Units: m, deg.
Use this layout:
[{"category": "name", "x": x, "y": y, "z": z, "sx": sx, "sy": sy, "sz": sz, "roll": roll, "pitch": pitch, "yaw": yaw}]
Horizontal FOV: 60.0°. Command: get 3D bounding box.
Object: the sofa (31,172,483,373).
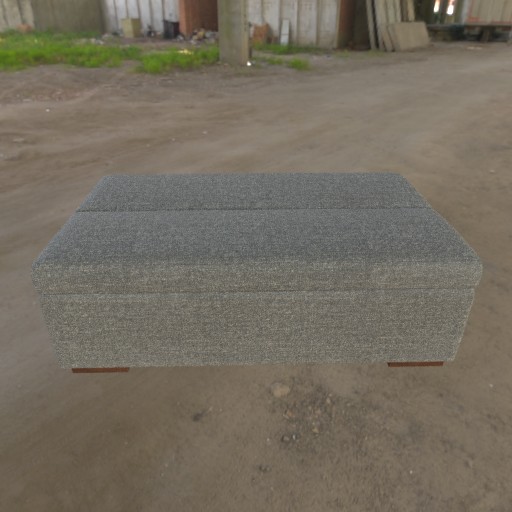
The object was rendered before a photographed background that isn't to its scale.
[{"category": "sofa", "x": 0.000, "y": 0.000, "z": 1.583, "sx": 1.198, "sy": 0.417, "sz": 0.782, "roll": -1, "pitch": 29, "yaw": -1}]
